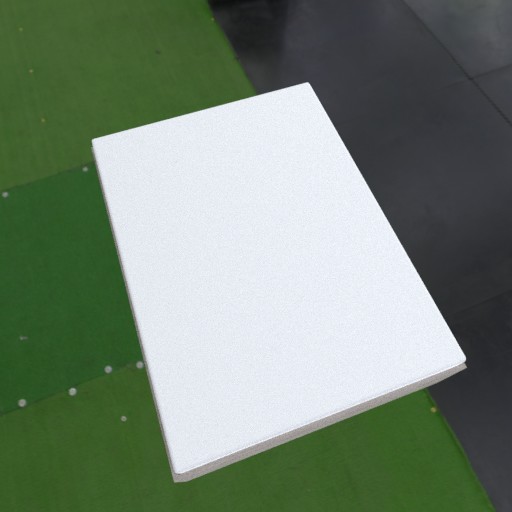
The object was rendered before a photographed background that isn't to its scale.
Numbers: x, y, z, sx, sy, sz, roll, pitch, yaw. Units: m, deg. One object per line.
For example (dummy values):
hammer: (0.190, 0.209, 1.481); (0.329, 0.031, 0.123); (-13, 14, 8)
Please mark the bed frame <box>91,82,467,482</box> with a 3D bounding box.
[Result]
bed frame: (0.000, 0.000, 2.553); (1.448, 0.490, 1.944); (-18, 65, -9)
